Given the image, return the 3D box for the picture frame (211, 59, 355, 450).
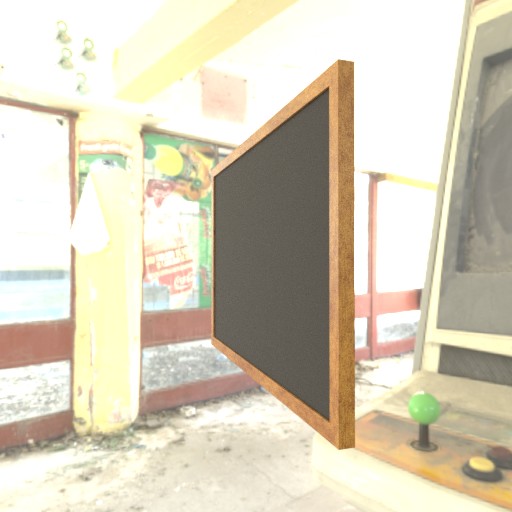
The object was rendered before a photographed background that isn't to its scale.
[{"bbox_3d":[0.000,0.000,1.146,0.029,0.621,0.922,0,0,-18],"label":"picture frame"}]
